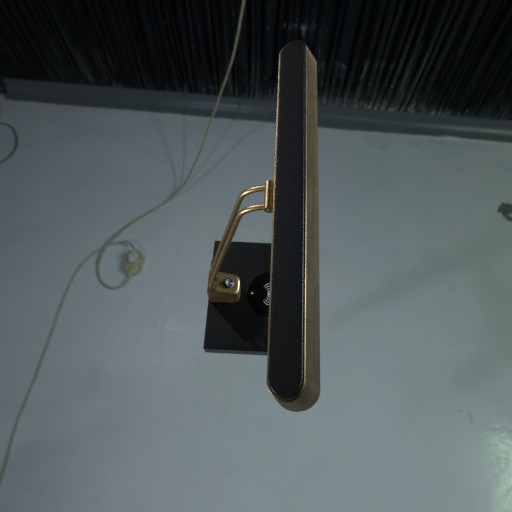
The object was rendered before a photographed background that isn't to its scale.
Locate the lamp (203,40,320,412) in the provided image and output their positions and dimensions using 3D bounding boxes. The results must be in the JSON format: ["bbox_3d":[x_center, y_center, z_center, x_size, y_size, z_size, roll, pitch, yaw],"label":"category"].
[{"bbox_3d":[0.000,0.000,0.582,0.156,0.345,0.412,3,65,1],"label":"lamp"}]
